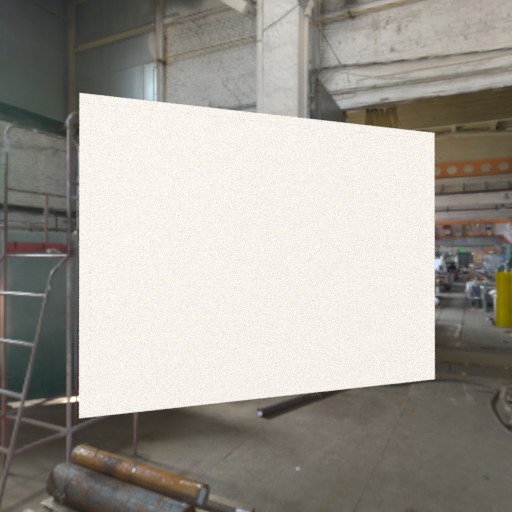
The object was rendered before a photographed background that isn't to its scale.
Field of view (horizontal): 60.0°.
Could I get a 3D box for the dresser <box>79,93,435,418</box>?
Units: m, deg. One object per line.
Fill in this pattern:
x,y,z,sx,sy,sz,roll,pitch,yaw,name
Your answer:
0.000,0.000,1.513,1.100,0.820,0.460,0,0,-19,dresser
